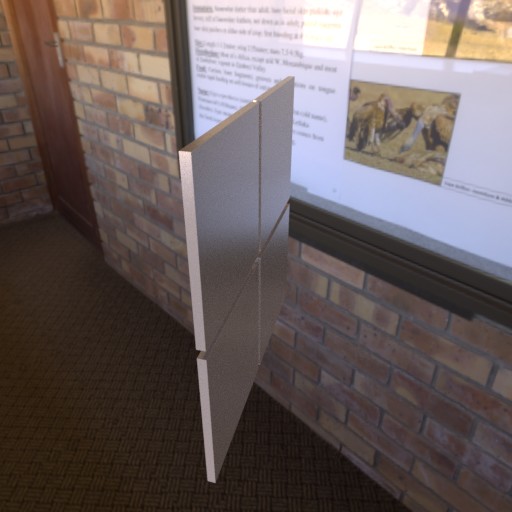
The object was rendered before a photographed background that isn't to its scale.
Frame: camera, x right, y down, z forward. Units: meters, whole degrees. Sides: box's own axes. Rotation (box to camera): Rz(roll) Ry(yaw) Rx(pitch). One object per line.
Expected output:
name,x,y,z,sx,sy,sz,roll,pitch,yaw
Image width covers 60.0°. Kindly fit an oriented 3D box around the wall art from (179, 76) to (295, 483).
wall art,0.000,0.000,1.668,0.029,1.118,1.118,8,31,13
